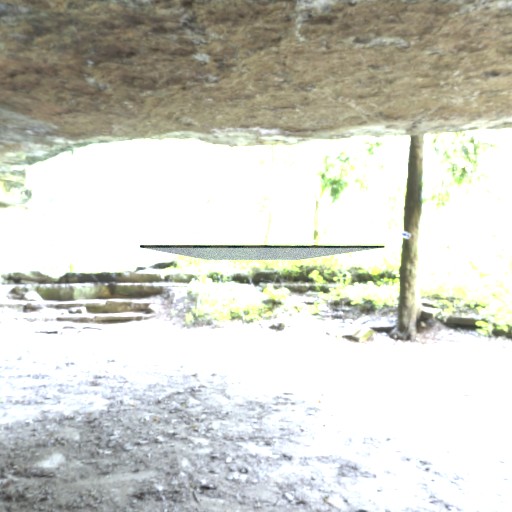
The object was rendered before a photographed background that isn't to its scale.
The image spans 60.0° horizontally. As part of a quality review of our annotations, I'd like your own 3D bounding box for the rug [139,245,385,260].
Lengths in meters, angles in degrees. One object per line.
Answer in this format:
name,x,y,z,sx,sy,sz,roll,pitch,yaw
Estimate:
rug,0.000,0.000,1.644,0.503,0.007,1.492,0,-2,-1
